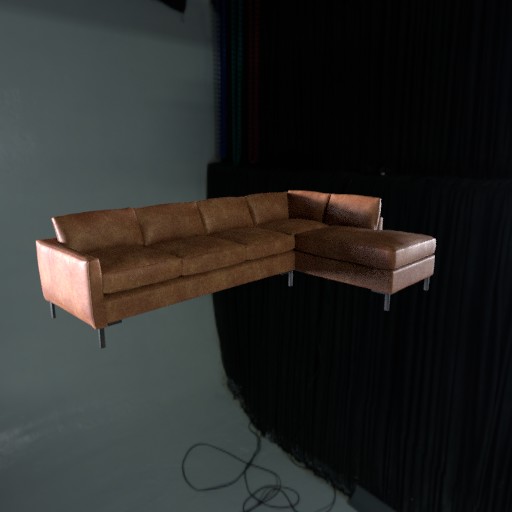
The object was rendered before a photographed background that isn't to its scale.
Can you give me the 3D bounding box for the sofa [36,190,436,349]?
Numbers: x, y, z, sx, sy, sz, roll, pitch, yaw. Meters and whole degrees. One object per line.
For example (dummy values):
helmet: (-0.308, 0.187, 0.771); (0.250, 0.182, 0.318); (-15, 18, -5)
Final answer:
sofa: (0.000, 0.000, 3.871); (1.938, 0.877, 2.984); (13, 19, 43)
